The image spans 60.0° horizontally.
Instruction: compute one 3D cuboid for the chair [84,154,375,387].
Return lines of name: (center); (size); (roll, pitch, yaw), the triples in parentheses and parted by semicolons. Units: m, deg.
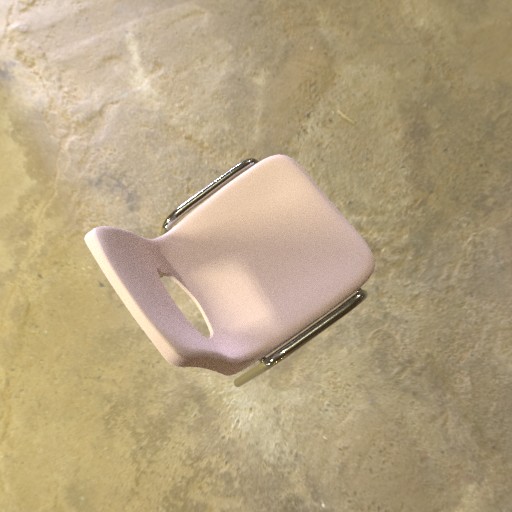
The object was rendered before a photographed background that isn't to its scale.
chair: (0.000, 0.000, 0.785); (0.385, 0.537, 0.354); (-36, 79, -9)
